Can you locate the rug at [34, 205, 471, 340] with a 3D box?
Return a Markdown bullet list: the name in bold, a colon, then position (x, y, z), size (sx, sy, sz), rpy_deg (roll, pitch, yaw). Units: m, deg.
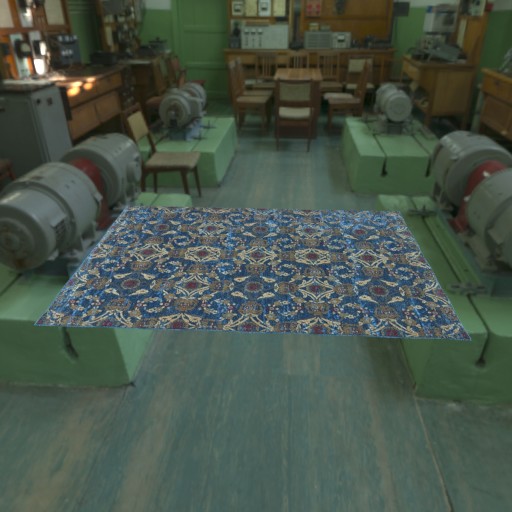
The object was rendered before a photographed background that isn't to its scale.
- **rug**: position (0.000, 0.000, 4.338), size (3.291, 0.013, 2.337), rpy_deg (2, 29, 3)
